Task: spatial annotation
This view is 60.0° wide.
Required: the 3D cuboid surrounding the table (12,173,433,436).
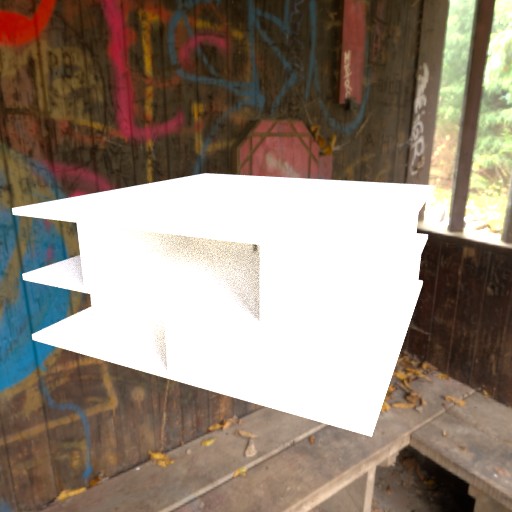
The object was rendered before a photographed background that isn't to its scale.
[{"bbox_3d":[0.000,0.000,1.047,0.700,0.289,0.700,8,18,24],"label":"table"}]
